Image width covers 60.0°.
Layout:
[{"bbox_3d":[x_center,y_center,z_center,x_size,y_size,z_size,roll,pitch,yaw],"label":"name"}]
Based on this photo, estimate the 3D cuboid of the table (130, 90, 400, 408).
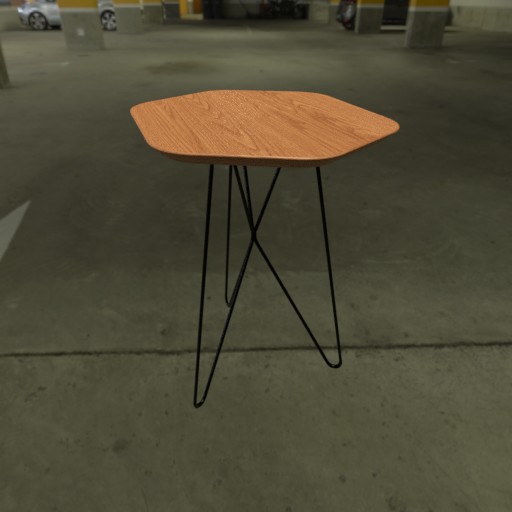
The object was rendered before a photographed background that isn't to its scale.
[{"bbox_3d":[0.000,0.000,0.902,0.400,0.562,0.500,-11,32,-18],"label":"table"}]
